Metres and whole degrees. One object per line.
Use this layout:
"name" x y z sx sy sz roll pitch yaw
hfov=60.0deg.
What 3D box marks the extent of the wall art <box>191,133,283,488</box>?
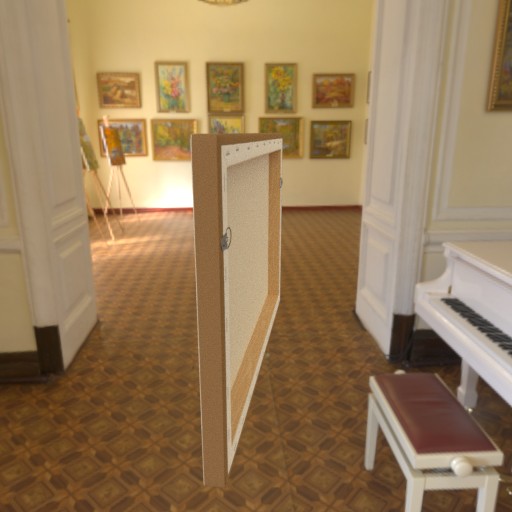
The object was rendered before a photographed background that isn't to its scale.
"wall art" 0.000 0.000 0.475 0.019 0.254 0.380 2 16 9
